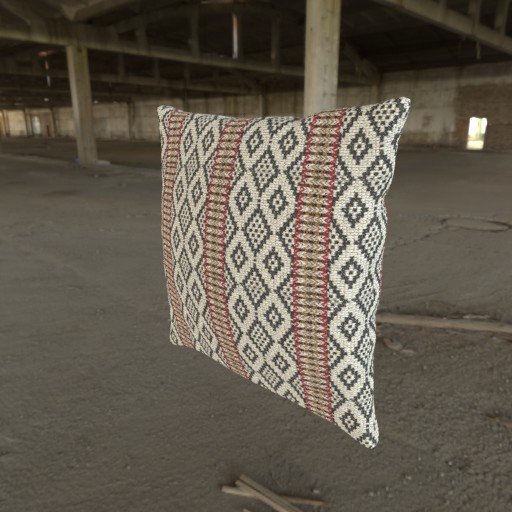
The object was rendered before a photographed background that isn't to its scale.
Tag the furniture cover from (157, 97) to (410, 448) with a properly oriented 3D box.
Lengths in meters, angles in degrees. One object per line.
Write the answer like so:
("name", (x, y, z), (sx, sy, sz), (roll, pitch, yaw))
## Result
("furniture cover", (0.000, 0.000, 0.766), (0.503, 0.506, 0.182), (15, 22, 41))
